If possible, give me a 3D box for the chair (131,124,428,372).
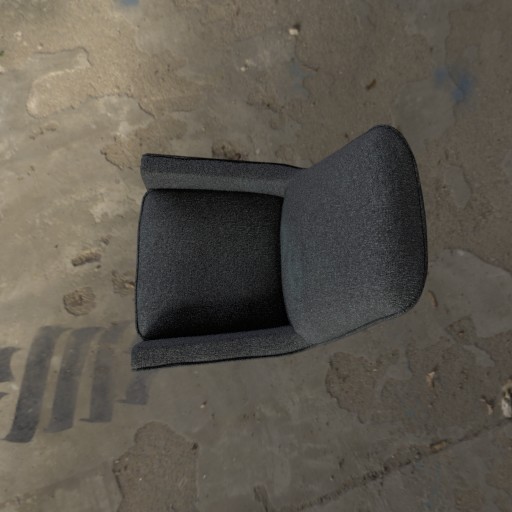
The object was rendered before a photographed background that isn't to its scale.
[{"bbox_3d":[0.000,0.000,1.526,0.859,0.883,0.763,-1,76,0],"label":"chair"}]
